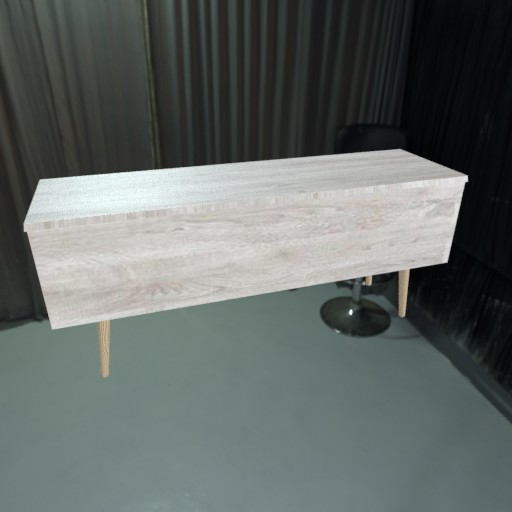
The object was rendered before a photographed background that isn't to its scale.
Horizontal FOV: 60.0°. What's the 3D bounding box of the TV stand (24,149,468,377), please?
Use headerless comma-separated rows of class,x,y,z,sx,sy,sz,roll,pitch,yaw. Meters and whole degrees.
TV stand,0.000,0.000,1.546,1.313,0.565,0.401,-8,28,-16
